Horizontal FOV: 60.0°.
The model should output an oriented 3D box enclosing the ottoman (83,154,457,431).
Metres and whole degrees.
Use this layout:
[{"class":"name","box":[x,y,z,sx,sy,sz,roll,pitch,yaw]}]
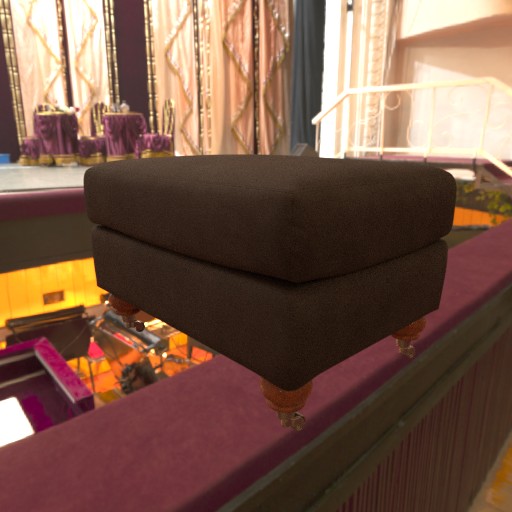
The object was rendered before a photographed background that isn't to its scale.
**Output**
[{"class":"ottoman","box":[0.000,0.000,1.120,0.574,0.497,0.773,-13,20,-41]}]
